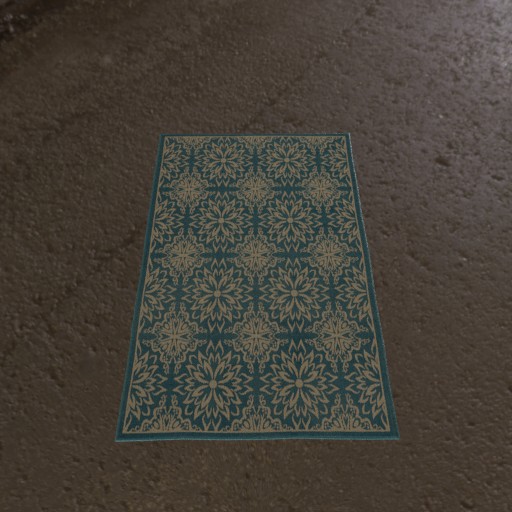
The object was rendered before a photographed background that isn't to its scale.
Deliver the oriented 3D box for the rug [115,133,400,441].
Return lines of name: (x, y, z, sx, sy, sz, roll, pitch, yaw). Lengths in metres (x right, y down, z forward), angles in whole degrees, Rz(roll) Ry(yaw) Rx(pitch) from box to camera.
rug: (0.000, 0.000, 2.359, 1.211, 0.012, 1.833, 0, 59, 0)
